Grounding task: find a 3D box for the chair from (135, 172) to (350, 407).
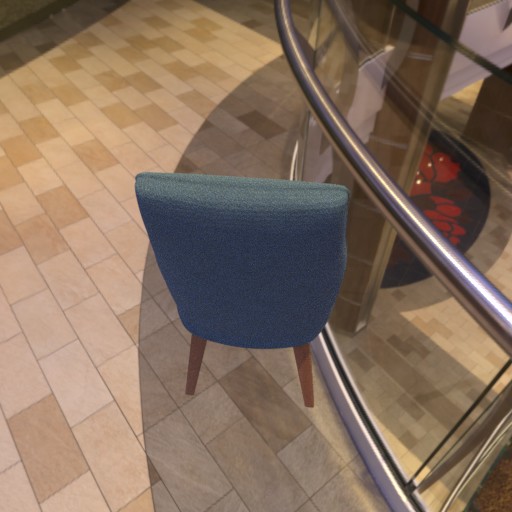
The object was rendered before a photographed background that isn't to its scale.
[{"bbox_3d":[0.000,0.000,1.263,0.500,0.930,0.620,5,47,4],"label":"chair"}]
